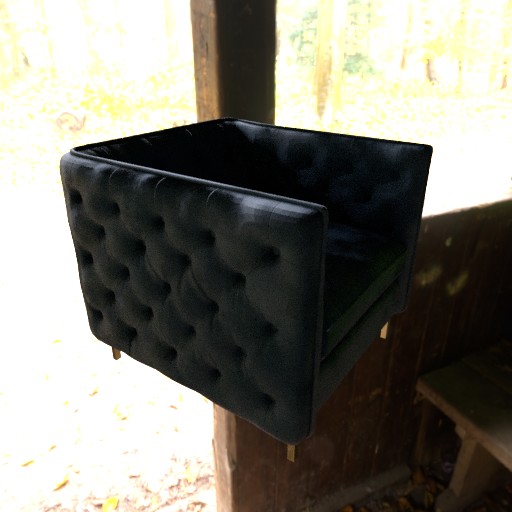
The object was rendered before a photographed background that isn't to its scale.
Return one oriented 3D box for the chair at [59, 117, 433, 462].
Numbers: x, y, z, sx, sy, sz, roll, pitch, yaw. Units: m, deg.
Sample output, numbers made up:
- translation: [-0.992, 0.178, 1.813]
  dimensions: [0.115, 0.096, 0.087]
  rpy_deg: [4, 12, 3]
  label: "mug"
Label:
- translation: [0.000, 0.000, 1.522]
  dimensions: [0.877, 0.771, 0.868]
  rpy_deg: [17, 30, 31]
  label: "chair"
